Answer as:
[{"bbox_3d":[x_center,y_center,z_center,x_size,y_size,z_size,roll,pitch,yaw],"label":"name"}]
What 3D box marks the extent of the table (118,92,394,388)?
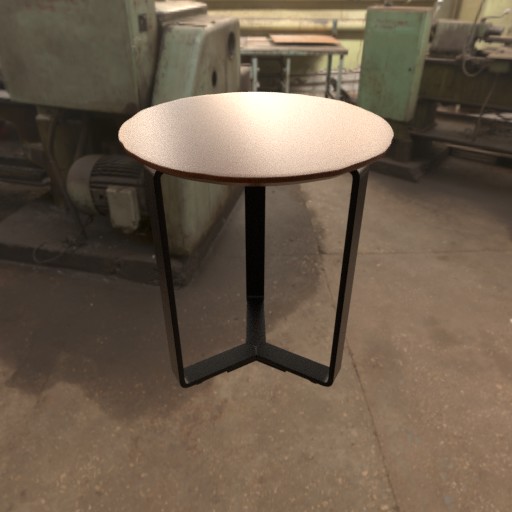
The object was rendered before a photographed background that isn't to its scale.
[{"bbox_3d":[0.000,0.000,0.756,0.380,0.450,0.410,0,32,-1],"label":"table"}]
